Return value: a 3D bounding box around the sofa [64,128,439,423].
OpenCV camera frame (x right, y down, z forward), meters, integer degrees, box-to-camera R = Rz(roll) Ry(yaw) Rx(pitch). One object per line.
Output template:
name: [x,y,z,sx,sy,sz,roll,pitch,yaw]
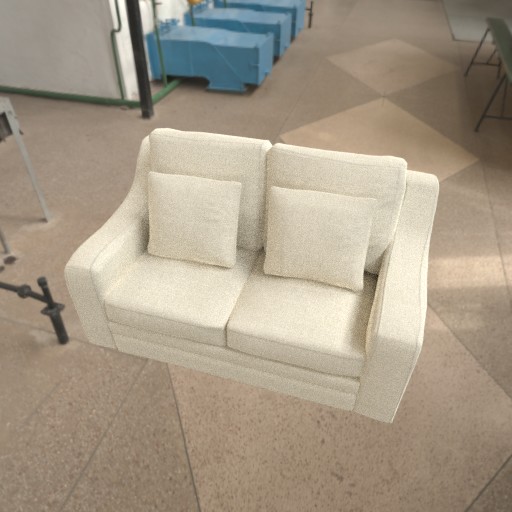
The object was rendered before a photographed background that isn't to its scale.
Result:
sofa: [0.000,0.000,2.378,1.744,1.047,1.040,11,41,13]
